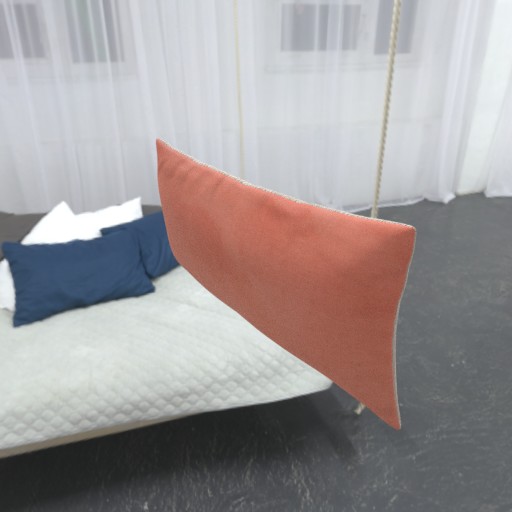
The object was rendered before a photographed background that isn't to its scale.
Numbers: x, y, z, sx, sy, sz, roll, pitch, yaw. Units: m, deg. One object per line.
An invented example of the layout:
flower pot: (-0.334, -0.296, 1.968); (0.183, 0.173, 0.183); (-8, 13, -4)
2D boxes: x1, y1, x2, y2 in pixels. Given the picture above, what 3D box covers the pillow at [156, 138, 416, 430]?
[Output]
pillow: (0.000, 0.000, 0.746); (0.155, 0.307, 0.608); (-18, 30, -33)
